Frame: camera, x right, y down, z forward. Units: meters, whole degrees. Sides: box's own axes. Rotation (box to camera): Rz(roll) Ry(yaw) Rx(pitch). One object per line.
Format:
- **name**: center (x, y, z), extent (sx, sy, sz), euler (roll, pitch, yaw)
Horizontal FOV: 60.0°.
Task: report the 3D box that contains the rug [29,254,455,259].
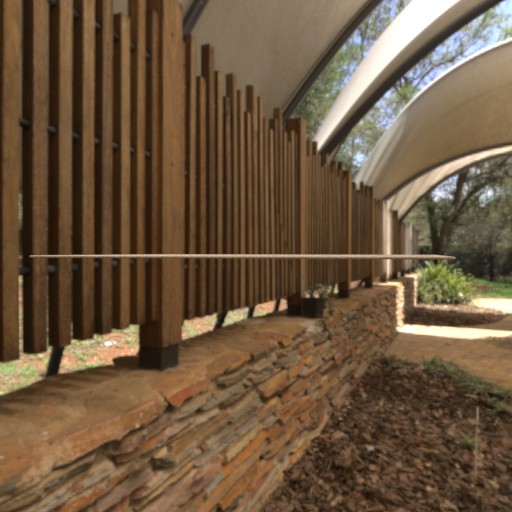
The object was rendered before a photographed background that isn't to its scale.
- **rug**: center (0.000, 0.000, 2.344), extent (1.829, 0.010, 1.219), euler (0, 1, 19)
